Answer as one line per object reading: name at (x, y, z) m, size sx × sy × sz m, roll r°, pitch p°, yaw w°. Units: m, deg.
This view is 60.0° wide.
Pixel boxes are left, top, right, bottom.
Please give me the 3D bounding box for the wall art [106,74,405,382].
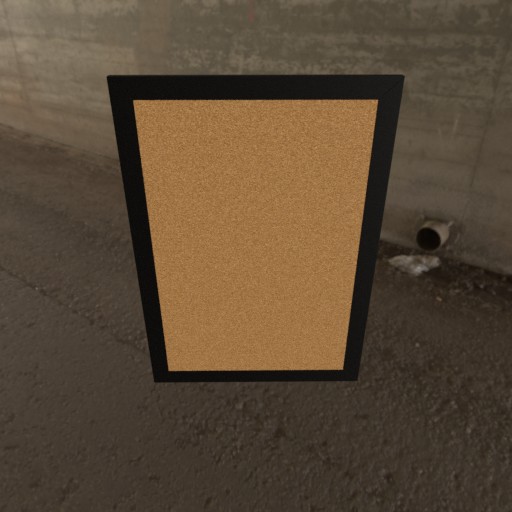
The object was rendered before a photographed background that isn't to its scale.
wall art at (0.000, 0.000, 0.602) m, size 0.326 × 0.459 × 0.011 m, roll 0°, pitch 30°, yaw 0°
